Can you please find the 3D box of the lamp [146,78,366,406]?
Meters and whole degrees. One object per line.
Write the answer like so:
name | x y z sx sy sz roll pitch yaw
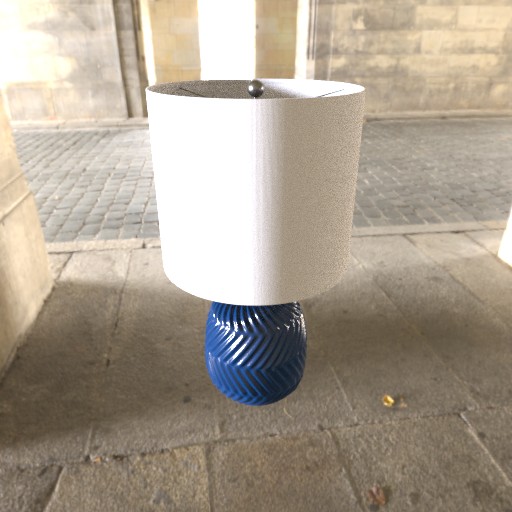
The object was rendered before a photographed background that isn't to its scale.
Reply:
lamp | 0.000 0.000 0.497 0.203 0.368 0.203 17 31 31
